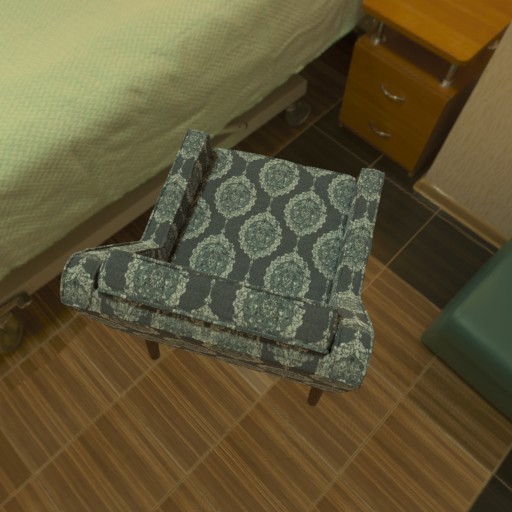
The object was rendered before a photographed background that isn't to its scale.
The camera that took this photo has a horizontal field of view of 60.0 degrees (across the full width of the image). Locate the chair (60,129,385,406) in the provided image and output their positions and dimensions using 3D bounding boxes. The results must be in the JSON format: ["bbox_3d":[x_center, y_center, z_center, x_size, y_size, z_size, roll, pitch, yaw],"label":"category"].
[{"bbox_3d":[0.000,0.000,1.335,0.663,0.792,0.743,14,64,7],"label":"chair"}]
